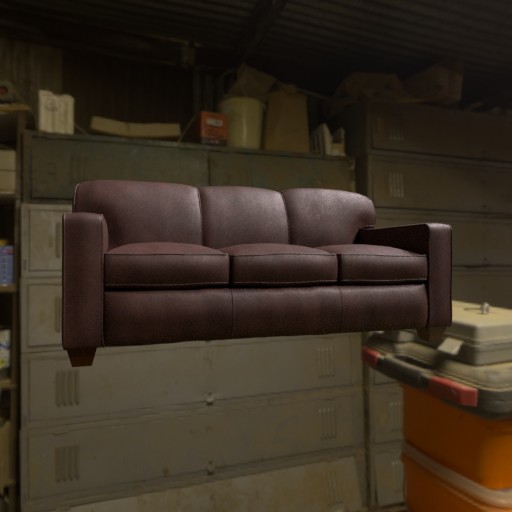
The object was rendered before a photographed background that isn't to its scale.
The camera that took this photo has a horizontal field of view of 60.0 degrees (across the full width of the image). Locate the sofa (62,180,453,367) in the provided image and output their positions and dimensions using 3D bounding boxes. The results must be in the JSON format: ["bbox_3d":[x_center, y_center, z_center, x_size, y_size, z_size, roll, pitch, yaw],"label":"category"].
[{"bbox_3d":[0.000,0.000,2.585,2.039,0.953,1.008,0,0,-18],"label":"sofa"}]
